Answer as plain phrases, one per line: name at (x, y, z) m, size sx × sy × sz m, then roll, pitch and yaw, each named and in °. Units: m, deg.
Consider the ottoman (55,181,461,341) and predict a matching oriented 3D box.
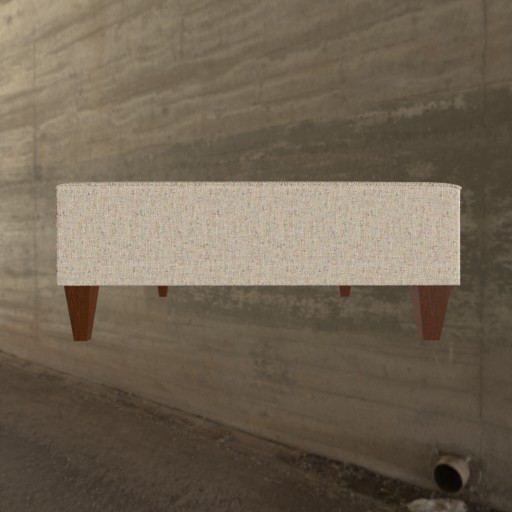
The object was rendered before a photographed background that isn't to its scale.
ottoman at (0.000, 0.000, 1.213) m, size 0.736 × 0.303 × 0.835 m, roll 0°, pitch 1°, yaw -1°
